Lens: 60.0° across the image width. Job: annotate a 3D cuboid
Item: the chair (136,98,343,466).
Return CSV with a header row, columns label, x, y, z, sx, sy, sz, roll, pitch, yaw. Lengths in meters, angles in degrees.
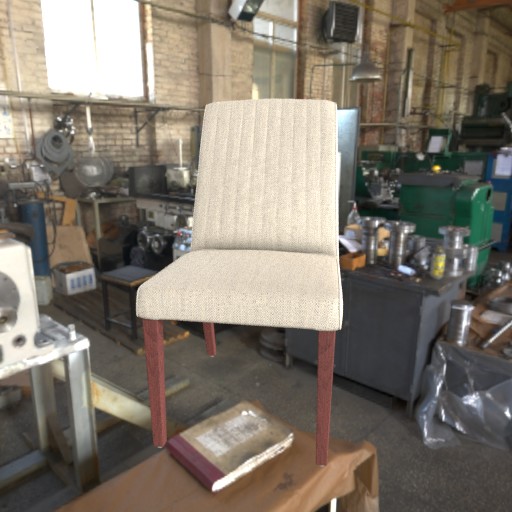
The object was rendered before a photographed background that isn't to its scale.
label,x,y,z,sx,sy,sz,roll,pitch,yaw
chair,0.000,0.000,1.262,0.480,0.900,0.594,2,14,9
